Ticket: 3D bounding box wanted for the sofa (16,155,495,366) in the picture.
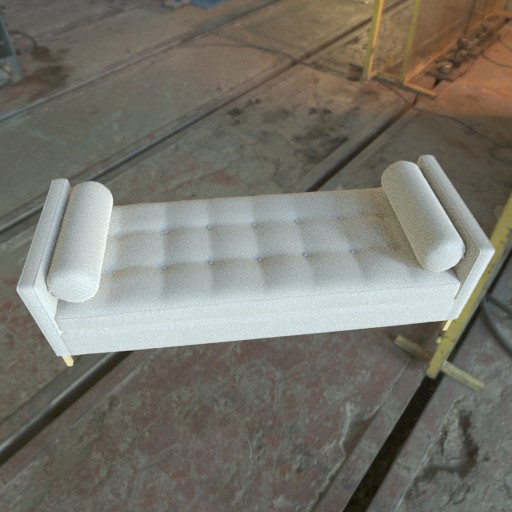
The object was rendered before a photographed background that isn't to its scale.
[{"bbox_3d":[0.000,0.000,2.264,1.985,0.641,0.746,-5,47,-4],"label":"sofa"}]
